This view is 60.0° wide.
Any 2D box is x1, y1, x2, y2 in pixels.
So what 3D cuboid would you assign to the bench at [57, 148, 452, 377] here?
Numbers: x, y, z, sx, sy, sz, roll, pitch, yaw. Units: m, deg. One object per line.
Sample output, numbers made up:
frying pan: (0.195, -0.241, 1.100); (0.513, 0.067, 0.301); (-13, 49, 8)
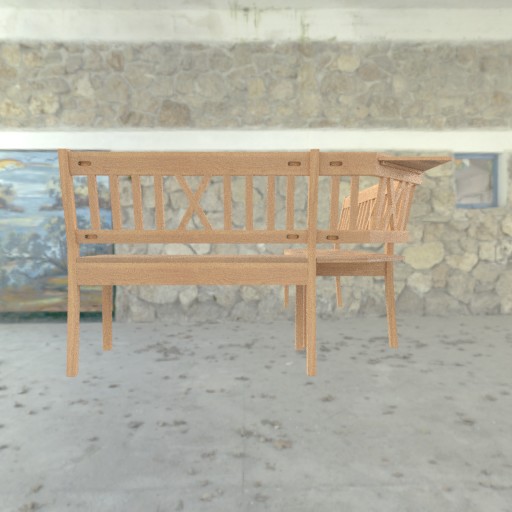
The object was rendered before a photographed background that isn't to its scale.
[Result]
bench: (0.000, 0.000, 2.685); (1.537, 0.902, 1.937); (0, 2, -1)
